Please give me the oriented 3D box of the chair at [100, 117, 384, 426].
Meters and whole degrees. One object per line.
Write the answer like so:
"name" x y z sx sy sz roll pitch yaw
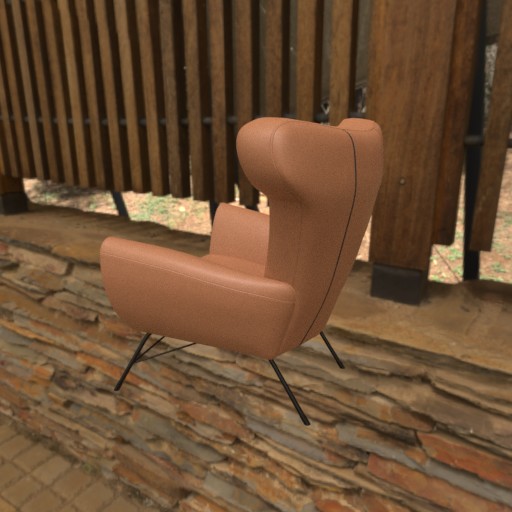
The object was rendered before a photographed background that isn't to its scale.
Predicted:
"chair" 0.000 0.000 1.764 0.900 1.050 0.980 9 19 26
